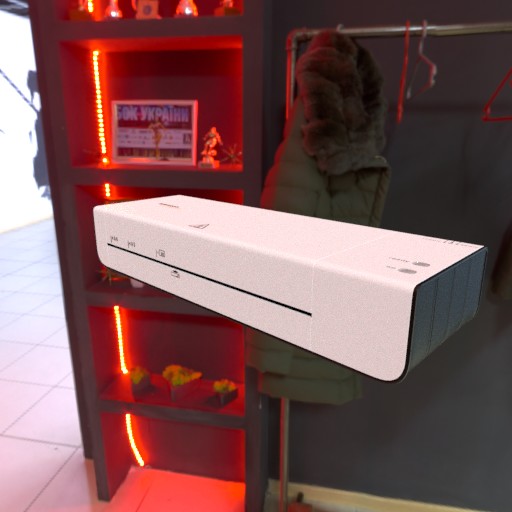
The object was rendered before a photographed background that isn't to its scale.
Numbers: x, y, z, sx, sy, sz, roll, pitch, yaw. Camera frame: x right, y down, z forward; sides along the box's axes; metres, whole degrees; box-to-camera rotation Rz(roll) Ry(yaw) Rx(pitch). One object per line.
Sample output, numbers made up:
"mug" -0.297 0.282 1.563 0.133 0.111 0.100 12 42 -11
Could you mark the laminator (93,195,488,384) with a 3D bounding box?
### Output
"laminator" 0.000 0.000 0.386 0.340 0.062 0.123 15 22 41
